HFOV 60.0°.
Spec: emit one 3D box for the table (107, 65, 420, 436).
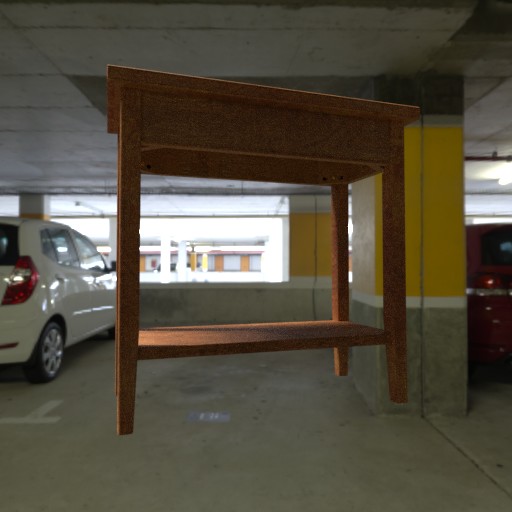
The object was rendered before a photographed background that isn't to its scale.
[{"bbox_3d":[0.000,0.000,0.950,0.610,0.610,0.305,0,-2,-18],"label":"table"}]
